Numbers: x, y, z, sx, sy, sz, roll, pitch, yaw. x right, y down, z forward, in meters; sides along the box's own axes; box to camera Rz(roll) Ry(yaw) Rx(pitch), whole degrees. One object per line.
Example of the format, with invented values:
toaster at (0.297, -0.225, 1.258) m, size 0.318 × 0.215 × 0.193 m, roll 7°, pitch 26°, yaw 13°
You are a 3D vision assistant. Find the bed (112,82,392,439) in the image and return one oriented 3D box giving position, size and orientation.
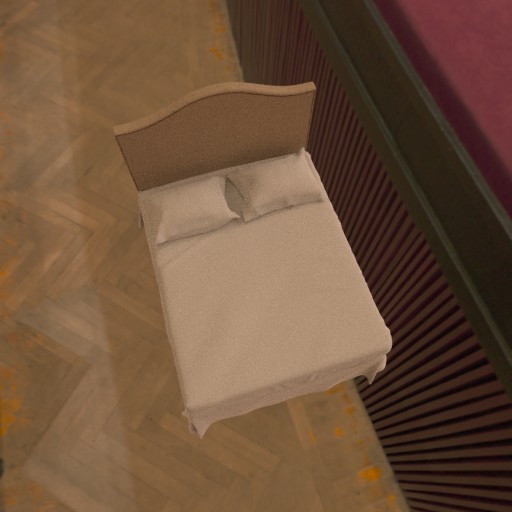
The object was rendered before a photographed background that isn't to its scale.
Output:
bed at (0.000, 0.000, 3.511) m, size 1.876 × 1.645 × 2.221 m, roll -15°, pitch 65°, yaw -7°
